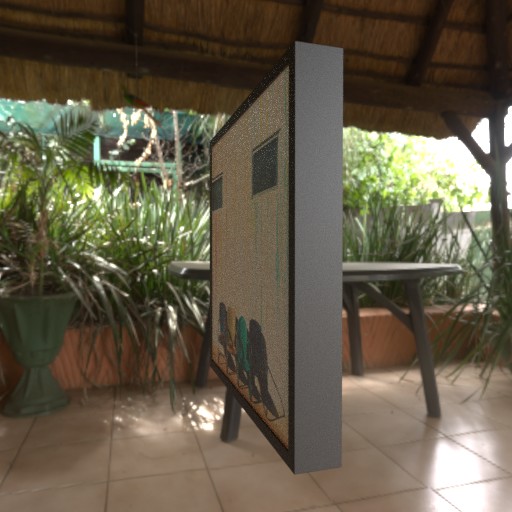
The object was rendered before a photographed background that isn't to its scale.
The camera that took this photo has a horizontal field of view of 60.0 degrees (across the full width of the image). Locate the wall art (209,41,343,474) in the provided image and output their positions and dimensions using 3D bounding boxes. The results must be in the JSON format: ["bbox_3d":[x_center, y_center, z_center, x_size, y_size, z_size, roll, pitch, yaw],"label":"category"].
[{"bbox_3d":[0.000,0.000,0.460,0.038,0.304,0.304,0,1,-17],"label":"wall art"}]
